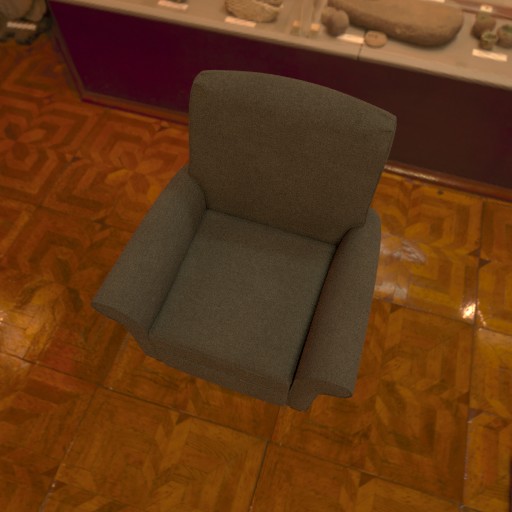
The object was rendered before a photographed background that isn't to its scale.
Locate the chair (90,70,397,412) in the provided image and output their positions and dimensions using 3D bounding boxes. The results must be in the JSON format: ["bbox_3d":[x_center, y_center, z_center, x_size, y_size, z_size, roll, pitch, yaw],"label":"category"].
[{"bbox_3d":[0.000,0.000,1.796,0.978,1.061,0.905,17,61,10],"label":"chair"}]
